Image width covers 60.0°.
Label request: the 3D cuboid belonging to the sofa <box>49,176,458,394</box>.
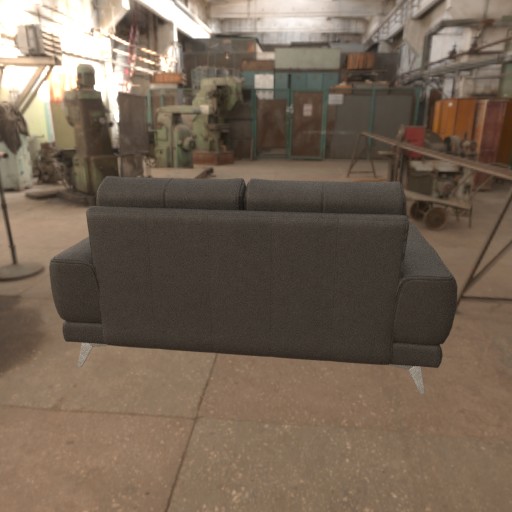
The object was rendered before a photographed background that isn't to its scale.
[{"bbox_3d":[0.000,0.000,2.363,1.806,0.907,1.018,2,18,7],"label":"sofa"}]
